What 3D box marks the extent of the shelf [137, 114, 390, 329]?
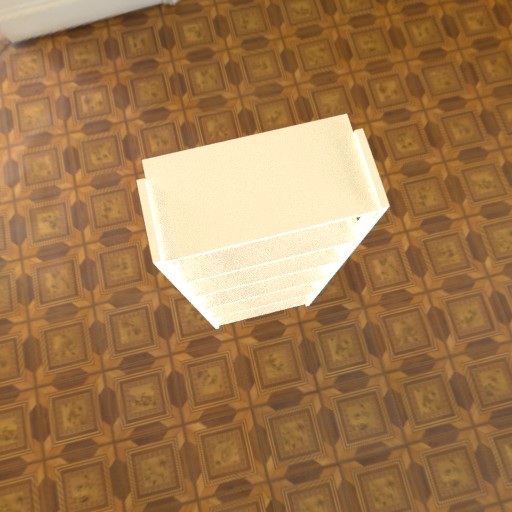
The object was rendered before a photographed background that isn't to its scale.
[{"bbox_3d":[0.000,0.000,2.144,0.660,1.892,0.381,-14,76,-4],"label":"shelf"}]
